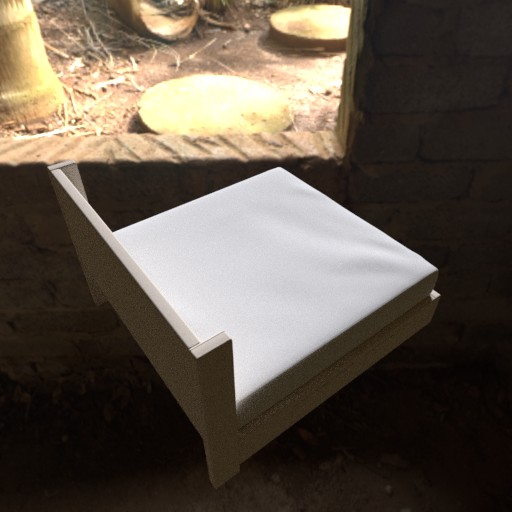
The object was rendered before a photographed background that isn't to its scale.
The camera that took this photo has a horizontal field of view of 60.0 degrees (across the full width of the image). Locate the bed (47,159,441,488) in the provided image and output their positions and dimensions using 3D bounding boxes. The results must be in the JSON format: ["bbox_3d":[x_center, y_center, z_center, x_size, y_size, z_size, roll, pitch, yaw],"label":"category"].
[{"bbox_3d":[0.000,0.000,3.633,2.293,1.471,2.145,-27,48,-27],"label":"bed"}]
